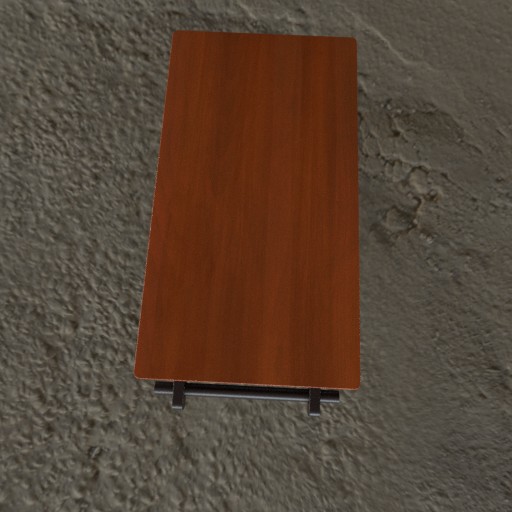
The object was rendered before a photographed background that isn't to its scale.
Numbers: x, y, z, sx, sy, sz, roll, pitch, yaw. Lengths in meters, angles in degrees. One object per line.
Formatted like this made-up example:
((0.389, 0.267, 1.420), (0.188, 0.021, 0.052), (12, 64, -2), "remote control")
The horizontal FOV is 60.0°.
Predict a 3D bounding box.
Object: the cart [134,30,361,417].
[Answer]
((0.000, 0.000, 1.433), (0.457, 0.927, 0.899), (3, 75, 1), "cart")
